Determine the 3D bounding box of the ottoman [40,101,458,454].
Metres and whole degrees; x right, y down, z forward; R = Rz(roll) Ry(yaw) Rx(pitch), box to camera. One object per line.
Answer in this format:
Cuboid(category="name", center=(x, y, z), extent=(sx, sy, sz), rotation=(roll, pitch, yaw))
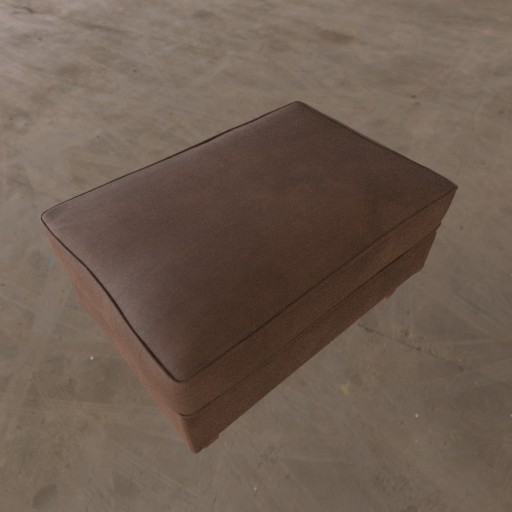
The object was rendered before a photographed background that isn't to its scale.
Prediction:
Cuboid(category="ottoman", center=(0.000, 0.000, 1.196), extent=(0.860, 0.481, 0.596), rotation=(-32, 54, -27))
